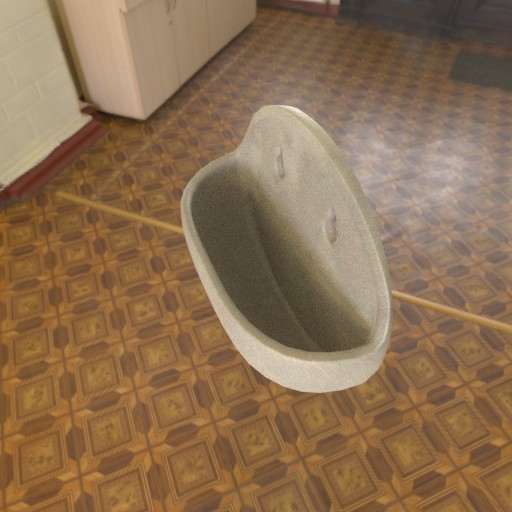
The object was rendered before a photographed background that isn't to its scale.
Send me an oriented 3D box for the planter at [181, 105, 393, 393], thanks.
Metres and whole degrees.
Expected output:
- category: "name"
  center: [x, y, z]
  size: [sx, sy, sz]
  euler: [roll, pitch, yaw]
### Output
- category: "planter"
  center: [0.000, 0.000, 0.276]
  size: [0.073, 0.164, 0.190]
  euler: [-17, 49, -16]
